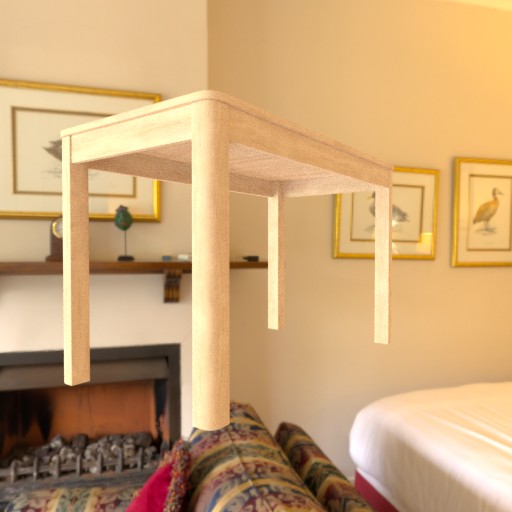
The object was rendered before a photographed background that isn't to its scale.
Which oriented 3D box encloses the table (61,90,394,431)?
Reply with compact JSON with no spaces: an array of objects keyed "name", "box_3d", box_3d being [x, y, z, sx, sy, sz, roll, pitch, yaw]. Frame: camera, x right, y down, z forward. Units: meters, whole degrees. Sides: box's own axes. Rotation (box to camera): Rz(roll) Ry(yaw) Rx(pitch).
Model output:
[{"name":"table","box_3d":[0.000,0.000,1.932,0.750,0.900,1.400,1,2,36]}]
